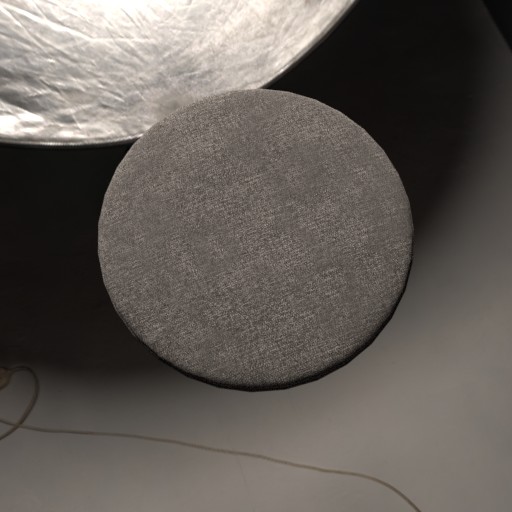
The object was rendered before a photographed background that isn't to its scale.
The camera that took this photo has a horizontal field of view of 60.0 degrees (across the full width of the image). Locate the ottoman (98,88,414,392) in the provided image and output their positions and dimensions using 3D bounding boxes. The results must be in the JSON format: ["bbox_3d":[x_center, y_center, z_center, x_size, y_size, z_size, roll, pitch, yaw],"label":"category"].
[{"bbox_3d":[0.000,0.000,0.875,0.500,0.419,0.500,0,76,0],"label":"ottoman"}]
